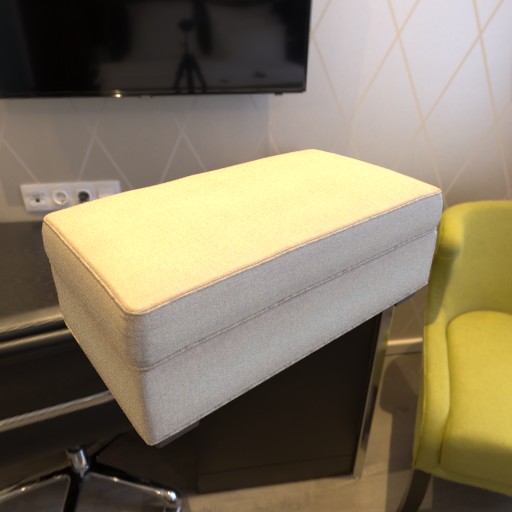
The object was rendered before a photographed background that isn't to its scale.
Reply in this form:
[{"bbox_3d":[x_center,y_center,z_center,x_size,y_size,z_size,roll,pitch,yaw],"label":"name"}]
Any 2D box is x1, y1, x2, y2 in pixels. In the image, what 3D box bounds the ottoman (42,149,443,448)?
[{"bbox_3d":[0.000,0.000,1.412,1.097,0.448,0.617,-21,36,-33],"label":"ottoman"}]
